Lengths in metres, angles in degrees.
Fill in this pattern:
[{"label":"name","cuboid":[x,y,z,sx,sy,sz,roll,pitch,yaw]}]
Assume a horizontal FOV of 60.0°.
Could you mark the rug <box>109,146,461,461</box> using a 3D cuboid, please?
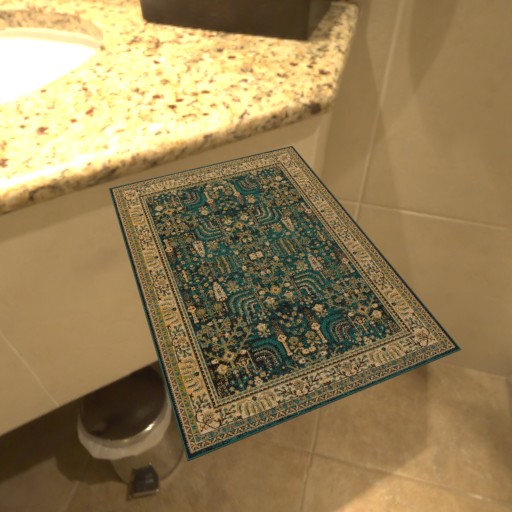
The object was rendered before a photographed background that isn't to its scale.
[{"label":"rug","cuboid":[0.000,0.000,2.989,1.594,0.013,2.213,-17,49,-15]}]
